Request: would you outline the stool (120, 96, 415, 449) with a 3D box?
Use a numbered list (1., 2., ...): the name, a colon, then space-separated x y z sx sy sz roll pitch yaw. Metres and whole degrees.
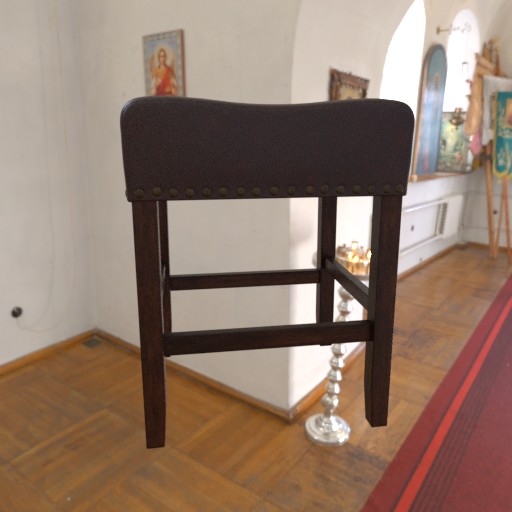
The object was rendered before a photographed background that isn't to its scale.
1. stool: 0.000 0.000 0.934 0.465 0.608 0.397 -2 16 -8
